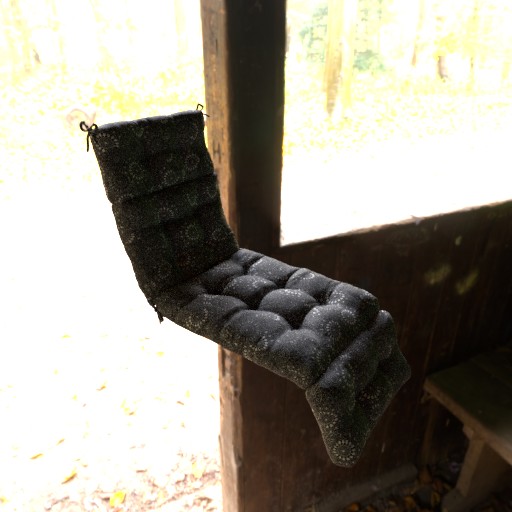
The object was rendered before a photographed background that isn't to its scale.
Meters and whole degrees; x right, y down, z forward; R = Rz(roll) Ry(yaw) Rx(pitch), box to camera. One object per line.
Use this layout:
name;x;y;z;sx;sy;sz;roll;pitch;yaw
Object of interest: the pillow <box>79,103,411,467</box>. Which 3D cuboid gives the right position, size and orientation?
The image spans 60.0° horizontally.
pillow;0.000;0.000;1.471;1.016;0.863;0.526;18;31;32
